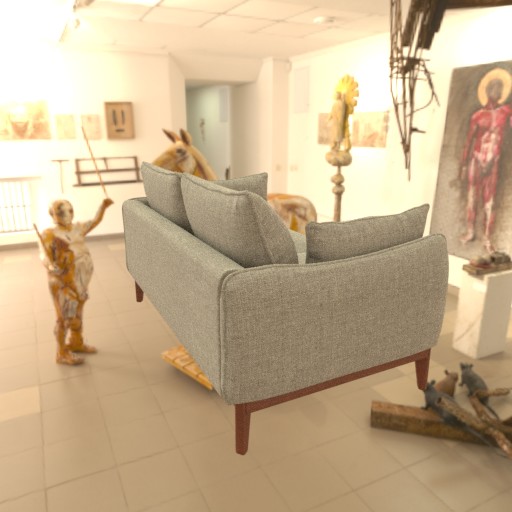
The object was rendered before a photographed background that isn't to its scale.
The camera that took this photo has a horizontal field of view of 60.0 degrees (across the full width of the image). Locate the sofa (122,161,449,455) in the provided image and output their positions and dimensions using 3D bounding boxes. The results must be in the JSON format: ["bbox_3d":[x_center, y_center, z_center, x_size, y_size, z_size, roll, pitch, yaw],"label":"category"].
[{"bbox_3d":[0.000,0.000,2.145,0.972,0.851,1.580,-8,18,-26],"label":"sofa"}]
